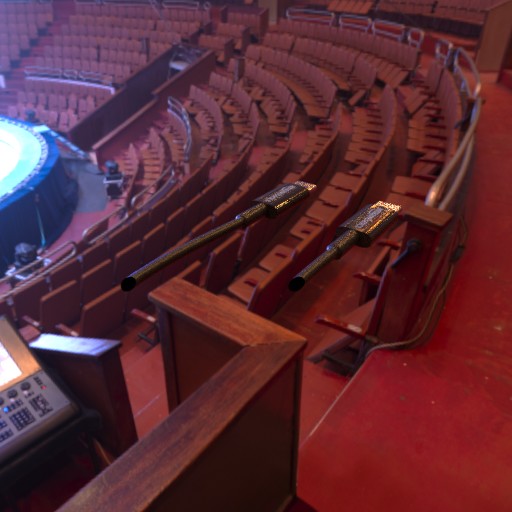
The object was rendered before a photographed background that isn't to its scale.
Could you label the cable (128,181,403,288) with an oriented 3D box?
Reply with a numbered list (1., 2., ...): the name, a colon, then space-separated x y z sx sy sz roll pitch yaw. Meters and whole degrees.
1. cable: 0.000 0.000 0.111 0.041 0.005 0.098 21 36 31
